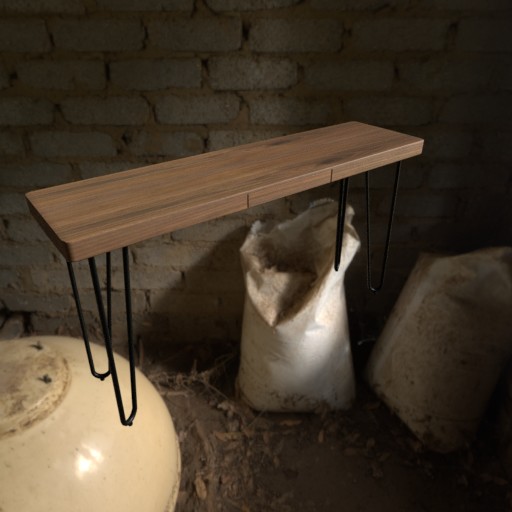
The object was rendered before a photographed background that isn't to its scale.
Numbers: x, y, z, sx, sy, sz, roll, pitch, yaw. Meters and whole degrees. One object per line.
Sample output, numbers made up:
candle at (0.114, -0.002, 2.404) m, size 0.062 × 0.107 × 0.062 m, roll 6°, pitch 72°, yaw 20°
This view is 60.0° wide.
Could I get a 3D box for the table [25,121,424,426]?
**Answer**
table at (0.000, 0.000, 1.908) m, size 1.570 × 0.834 × 0.425 m, roll -21°, pitch 37°, yaw -31°
